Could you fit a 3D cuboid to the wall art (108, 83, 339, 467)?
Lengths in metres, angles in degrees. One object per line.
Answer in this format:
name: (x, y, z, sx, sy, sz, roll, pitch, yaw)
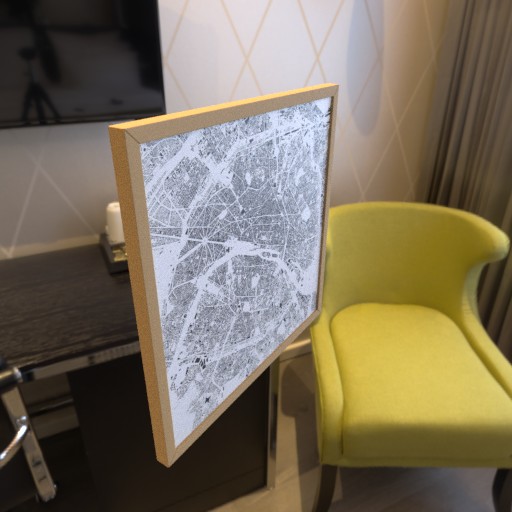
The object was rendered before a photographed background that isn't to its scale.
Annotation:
wall art: (0.000, 0.000, 1.132, 0.037, 0.761, 0.761, 17, 32, 30)
